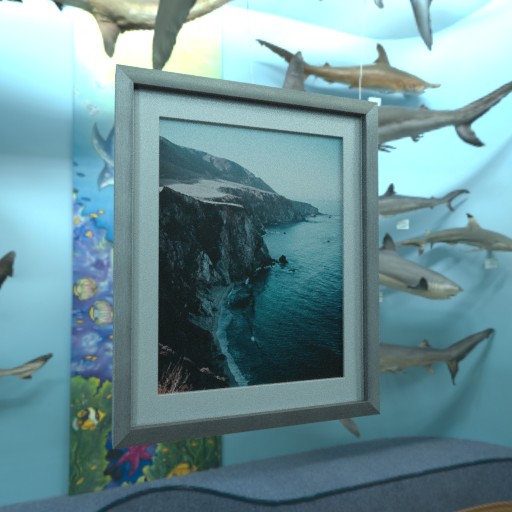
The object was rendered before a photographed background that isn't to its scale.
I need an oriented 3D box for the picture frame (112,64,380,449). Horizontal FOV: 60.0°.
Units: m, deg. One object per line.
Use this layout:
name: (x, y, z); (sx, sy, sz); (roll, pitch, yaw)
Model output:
picture frame: (0.000, 0.000, 0.735); (0.449, 0.555, 0.046); (1, -2, -20)
